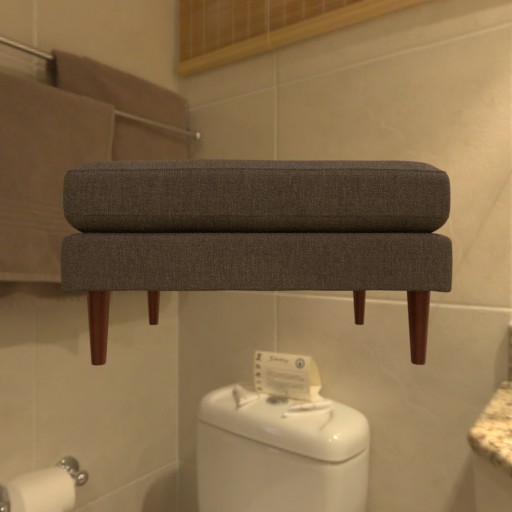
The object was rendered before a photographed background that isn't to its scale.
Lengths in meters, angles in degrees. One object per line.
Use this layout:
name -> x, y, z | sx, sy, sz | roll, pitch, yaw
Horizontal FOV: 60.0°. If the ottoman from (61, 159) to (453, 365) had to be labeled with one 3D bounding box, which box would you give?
ottoman -> 0.000, 0.000, 1.251 | 0.821, 0.474, 0.693 | 0, 0, 0
